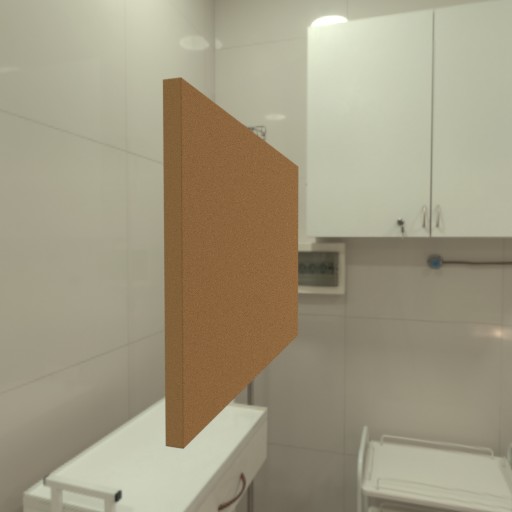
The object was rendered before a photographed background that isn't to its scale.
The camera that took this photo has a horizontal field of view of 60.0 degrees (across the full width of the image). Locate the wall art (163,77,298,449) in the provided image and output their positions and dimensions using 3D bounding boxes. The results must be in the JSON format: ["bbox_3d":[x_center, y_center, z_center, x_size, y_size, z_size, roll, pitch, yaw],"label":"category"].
[{"bbox_3d":[0.000,0.000,1.166,0.033,0.608,0.915,1,2,17],"label":"wall art"}]
